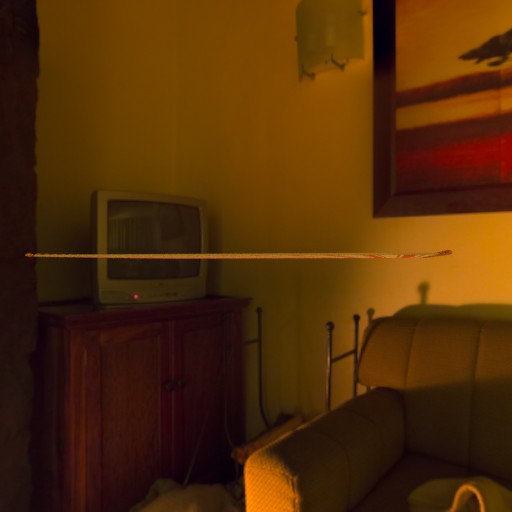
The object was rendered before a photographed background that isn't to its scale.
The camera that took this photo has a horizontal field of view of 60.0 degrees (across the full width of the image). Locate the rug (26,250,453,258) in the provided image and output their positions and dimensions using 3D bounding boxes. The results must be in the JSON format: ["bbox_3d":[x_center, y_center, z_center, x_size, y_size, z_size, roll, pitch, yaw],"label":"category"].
[{"bbox_3d":[0.000,0.000,4.434,3.369,0.035,2.451,0,-1,18],"label":"rug"}]
